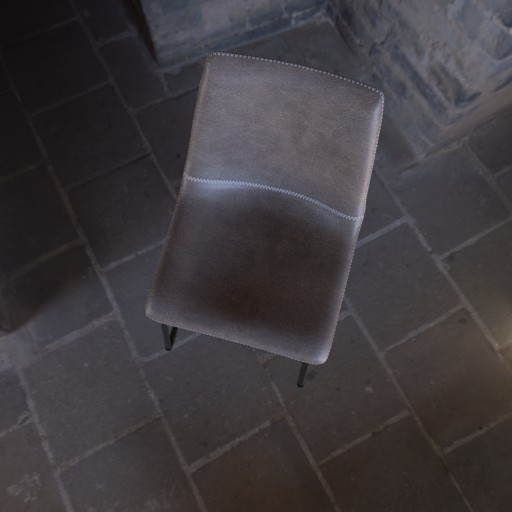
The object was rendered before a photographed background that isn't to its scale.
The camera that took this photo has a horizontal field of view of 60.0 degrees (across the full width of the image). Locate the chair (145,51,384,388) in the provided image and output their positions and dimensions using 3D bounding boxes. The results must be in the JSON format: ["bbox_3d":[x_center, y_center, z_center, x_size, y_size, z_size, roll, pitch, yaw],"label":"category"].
[{"bbox_3d":[0.000,0.000,1.120,0.460,0.780,0.550,14,74,4],"label":"chair"}]
